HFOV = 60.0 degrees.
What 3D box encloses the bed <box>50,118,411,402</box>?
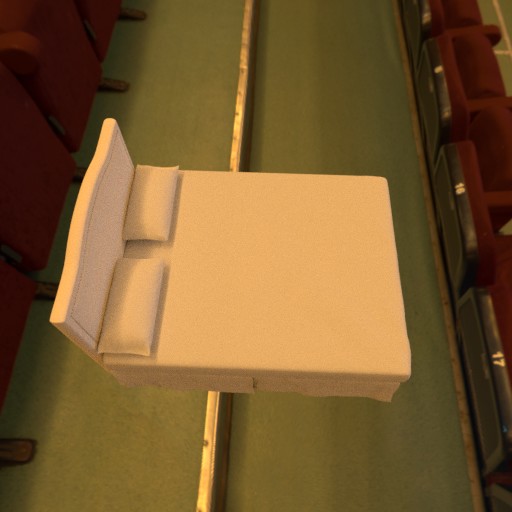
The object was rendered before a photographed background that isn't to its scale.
[{"bbox_3d":[0.000,0.000,3.634,2.477,1.437,1.977,2,62,1],"label":"bed"}]
